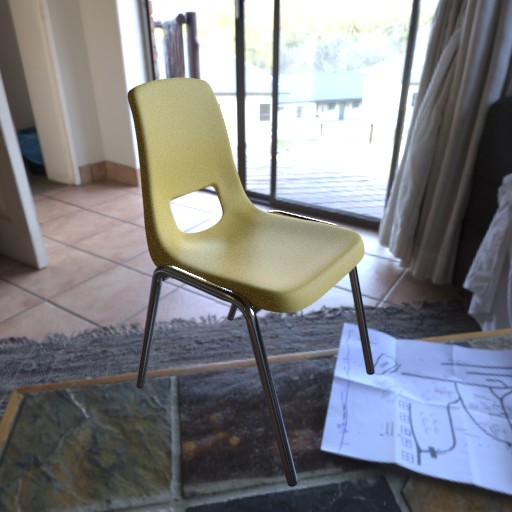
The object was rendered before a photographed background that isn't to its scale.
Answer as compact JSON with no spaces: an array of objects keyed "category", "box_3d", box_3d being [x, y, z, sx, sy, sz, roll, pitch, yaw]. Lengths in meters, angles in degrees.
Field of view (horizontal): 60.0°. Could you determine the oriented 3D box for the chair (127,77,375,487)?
[{"category":"chair","box_3d":[0.000,0.000,0.897,0.436,0.653,0.381,17,31,31]}]
